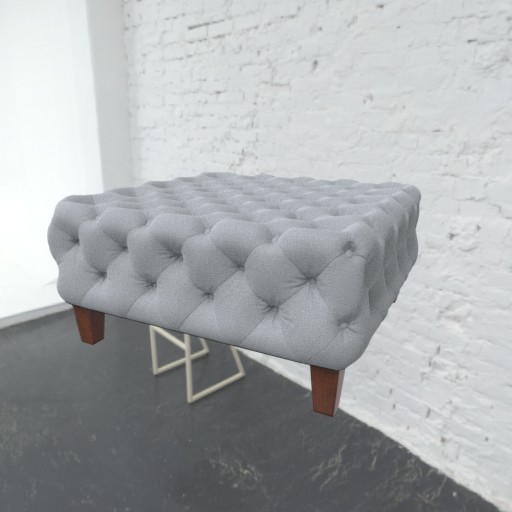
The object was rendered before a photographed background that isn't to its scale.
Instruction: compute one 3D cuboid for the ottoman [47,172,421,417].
[{"bbox_3d":[0.000,0.000,1.201,0.764,0.365,0.758,8,19,26],"label":"ottoman"}]
